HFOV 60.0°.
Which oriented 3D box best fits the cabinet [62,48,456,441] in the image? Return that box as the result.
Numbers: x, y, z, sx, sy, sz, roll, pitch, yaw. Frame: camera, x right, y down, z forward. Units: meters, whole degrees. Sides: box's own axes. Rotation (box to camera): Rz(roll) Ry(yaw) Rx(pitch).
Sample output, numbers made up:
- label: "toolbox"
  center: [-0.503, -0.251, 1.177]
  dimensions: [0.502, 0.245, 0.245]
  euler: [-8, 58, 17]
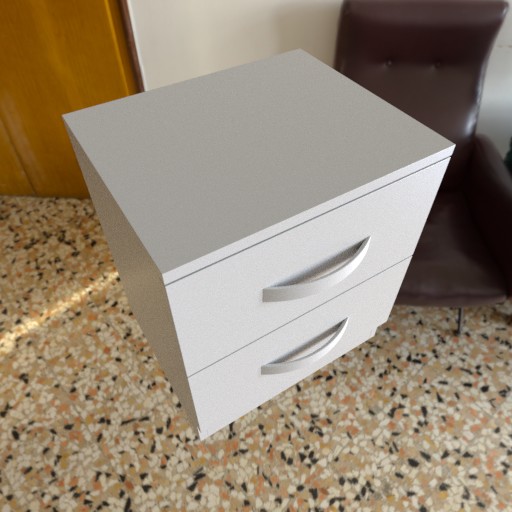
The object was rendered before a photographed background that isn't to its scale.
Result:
- label: "cabinet"
  center: [0.000, 0.000, 0.747]
  dimensions: [0.400, 0.470, 0.360]
  euler: [-25, 53, -21]
